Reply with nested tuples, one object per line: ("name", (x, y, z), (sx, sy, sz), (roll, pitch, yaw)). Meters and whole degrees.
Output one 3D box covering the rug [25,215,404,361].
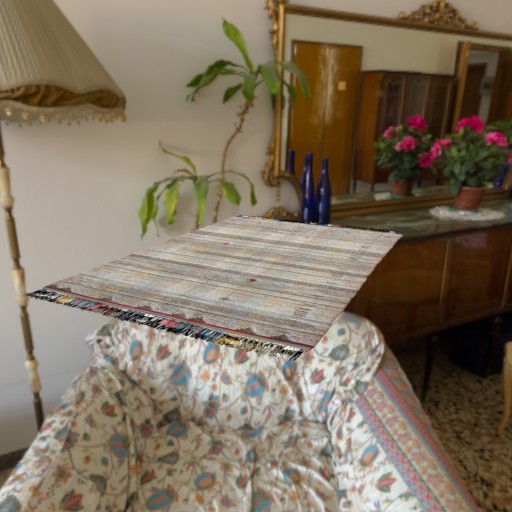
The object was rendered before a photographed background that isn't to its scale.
("rug", (0.000, 0.000, 2.314), (1.217, 0.012, 1.848), (8, 19, 26))
